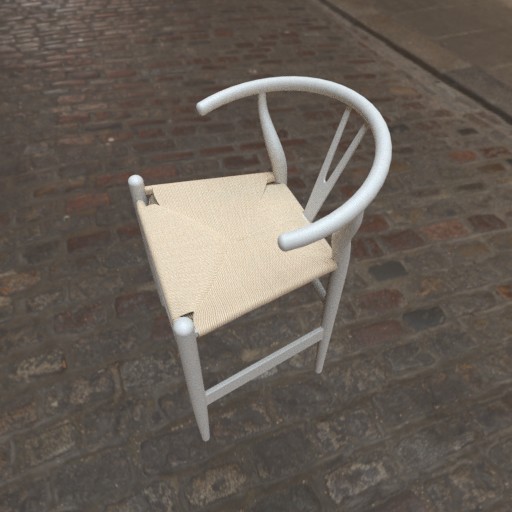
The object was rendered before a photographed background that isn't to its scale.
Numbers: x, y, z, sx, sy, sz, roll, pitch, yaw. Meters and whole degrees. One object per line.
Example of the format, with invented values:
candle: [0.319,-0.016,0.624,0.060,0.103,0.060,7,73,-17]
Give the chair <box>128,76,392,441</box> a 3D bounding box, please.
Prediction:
chair: [0.000,0.000,1.104,0.500,0.736,0.533,-16,48,-15]
